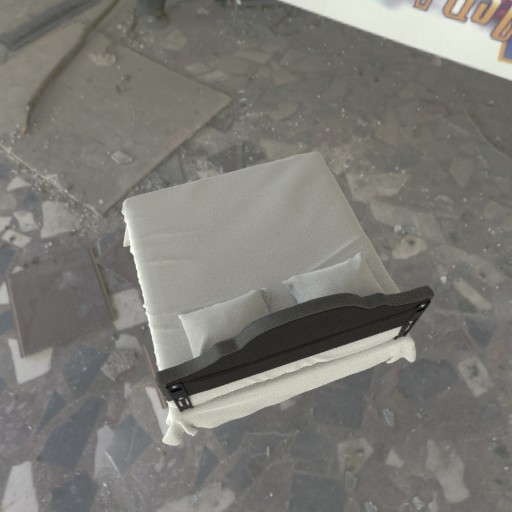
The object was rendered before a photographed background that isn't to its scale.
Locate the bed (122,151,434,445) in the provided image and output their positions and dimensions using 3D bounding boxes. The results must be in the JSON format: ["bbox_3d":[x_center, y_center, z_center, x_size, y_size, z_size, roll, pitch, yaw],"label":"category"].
[{"bbox_3d":[0.000,0.000,3.760,2.303,1.631,2.222,-16,59,-10],"label":"bed"}]
